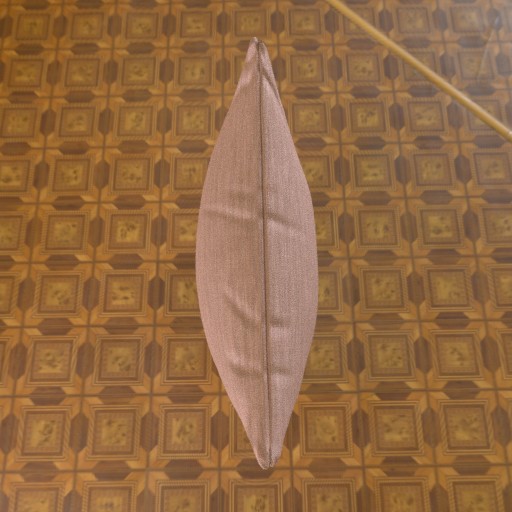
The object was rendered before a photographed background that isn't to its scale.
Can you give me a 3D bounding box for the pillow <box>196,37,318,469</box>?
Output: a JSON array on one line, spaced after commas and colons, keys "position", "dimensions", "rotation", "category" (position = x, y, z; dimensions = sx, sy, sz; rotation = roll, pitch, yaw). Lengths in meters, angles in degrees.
[{"position": [0.000, 0.000, 0.776], "dimensions": [0.210, 0.338, 0.633], "rotation": [-1, 74, 0], "category": "pillow"}]
